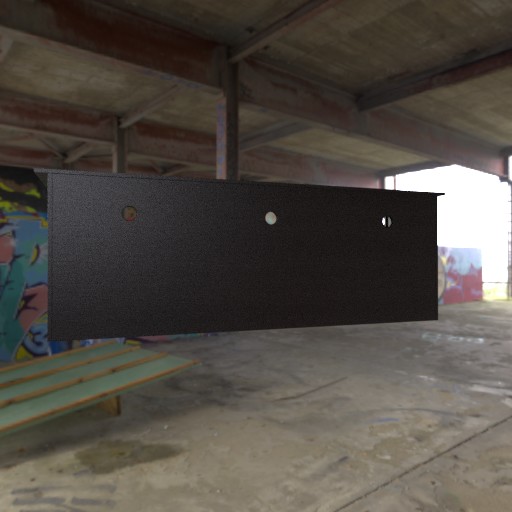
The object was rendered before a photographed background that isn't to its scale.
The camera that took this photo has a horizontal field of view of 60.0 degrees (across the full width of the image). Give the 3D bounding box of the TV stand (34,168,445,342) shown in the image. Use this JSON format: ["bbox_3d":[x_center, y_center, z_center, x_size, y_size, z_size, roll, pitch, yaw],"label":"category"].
[{"bbox_3d":[0.000,0.000,2.026,1.778,0.610,0.406,0,0,-19],"label":"TV stand"}]
